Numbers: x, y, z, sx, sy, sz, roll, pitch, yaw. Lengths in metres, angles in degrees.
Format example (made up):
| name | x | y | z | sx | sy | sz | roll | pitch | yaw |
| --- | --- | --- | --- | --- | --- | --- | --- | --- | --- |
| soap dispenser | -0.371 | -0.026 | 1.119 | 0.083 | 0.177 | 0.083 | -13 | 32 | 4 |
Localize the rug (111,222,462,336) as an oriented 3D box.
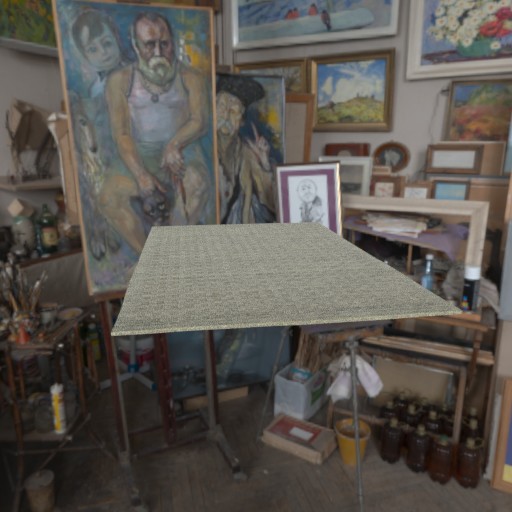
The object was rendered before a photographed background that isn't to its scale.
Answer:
| name | x | y | z | sx | sy | sz | roll | pitch | yaw |
| --- | --- | --- | --- | --- | --- | --- | --- | --- | --- |
| rug | 0.000 | 0.000 | 2.968 | 1.532 | 0.018 | 2.297 | -2 | 15 | -8 |
